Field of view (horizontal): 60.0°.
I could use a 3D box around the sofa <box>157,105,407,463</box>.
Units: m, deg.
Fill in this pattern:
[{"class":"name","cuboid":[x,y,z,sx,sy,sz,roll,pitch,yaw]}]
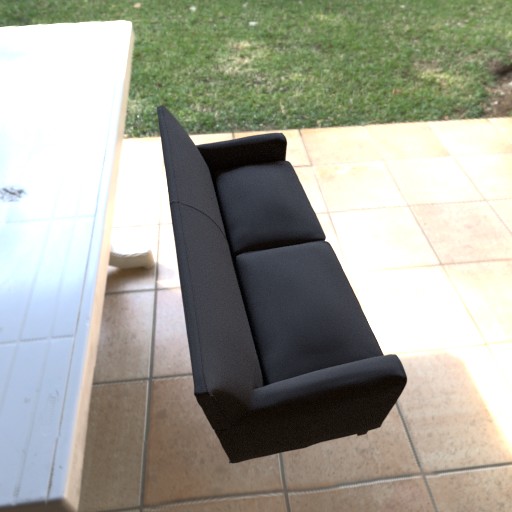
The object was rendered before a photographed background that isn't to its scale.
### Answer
[{"class":"sofa","cuboid":[0.000,0.000,2.462,0.843,0.907,2.002,-9,46,-9]}]
